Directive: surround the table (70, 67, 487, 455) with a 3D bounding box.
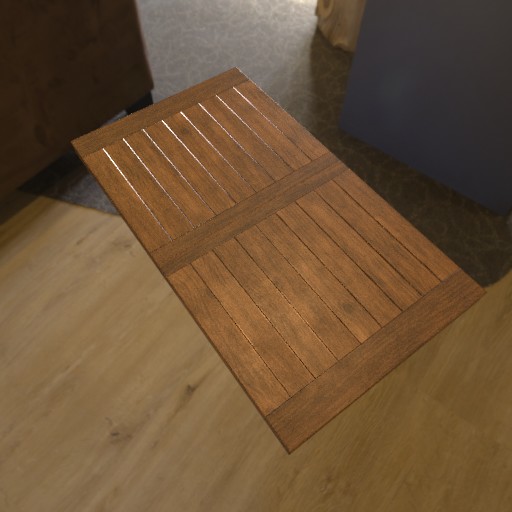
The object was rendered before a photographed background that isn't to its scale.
[{"bbox_3d":[0.000,0.000,2.171,0.931,0.757,1.641,-32,64,-18],"label":"table"}]
